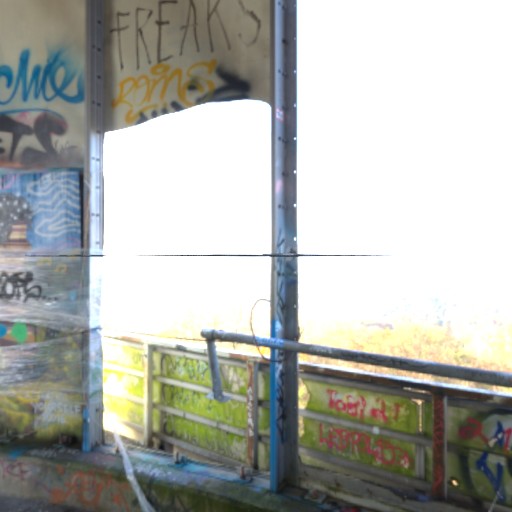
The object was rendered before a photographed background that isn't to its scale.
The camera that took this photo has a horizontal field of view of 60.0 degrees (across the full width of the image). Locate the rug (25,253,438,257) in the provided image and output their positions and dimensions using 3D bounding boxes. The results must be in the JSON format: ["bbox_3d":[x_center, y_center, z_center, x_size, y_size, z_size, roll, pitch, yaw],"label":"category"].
[{"bbox_3d":[0.000,0.000,4.068,2.432,0.013,3.021,0,0,37],"label":"rug"}]
